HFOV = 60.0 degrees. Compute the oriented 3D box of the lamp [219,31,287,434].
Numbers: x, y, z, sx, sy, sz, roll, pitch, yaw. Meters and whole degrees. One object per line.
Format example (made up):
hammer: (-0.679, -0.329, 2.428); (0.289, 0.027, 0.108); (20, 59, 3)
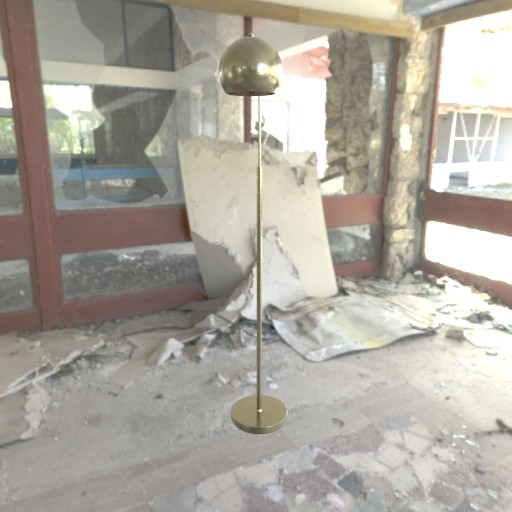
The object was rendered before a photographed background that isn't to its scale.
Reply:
lamp: (0.000, 0.000, 1.702); (0.250, 1.526, 0.431); (2, 14, 8)
